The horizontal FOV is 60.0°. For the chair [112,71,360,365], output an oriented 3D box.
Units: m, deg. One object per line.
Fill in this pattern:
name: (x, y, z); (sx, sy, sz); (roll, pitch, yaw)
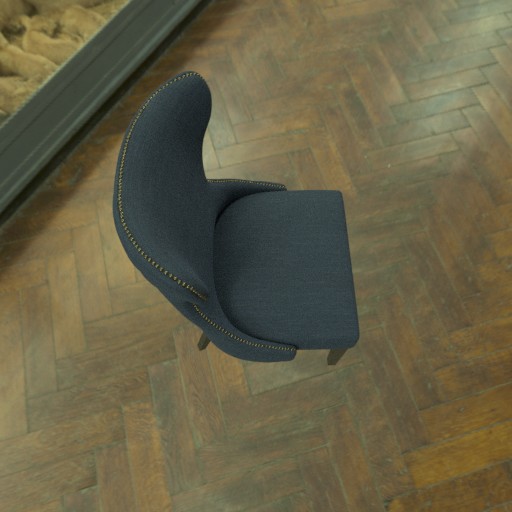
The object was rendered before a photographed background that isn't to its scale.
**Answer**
chair: (0.000, 0.000, 1.411); (0.635, 0.967, 0.628); (-1, 65, -1)
